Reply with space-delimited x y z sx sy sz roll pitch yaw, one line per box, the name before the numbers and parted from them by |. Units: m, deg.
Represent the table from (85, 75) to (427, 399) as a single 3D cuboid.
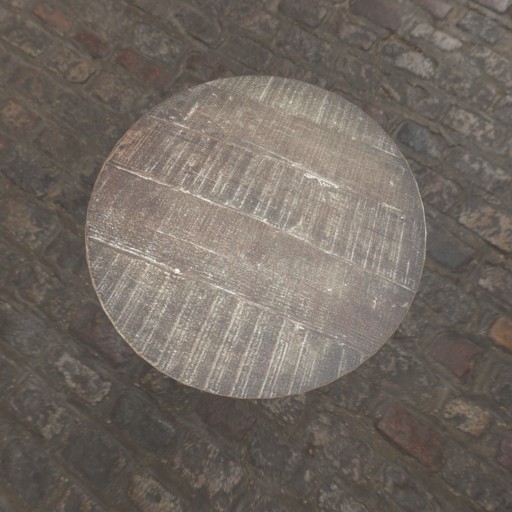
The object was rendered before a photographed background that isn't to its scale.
table | 0.000 0.000 0.937 0.557 0.437 0.557 0 75 0
